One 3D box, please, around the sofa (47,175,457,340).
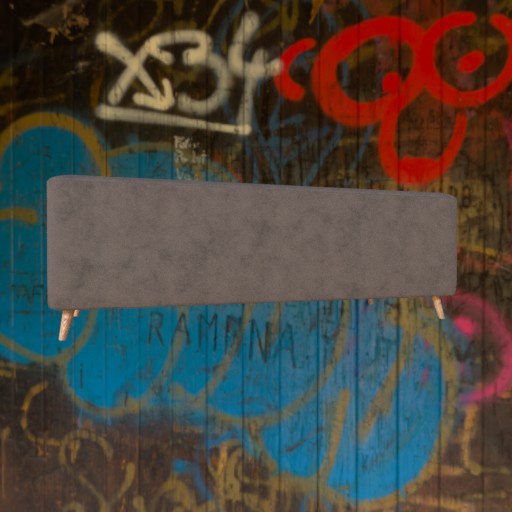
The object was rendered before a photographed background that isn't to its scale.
[{"bbox_3d":[0.000,0.000,2.668,2.190,0.740,0.900,0,1,-18],"label":"sofa"}]
